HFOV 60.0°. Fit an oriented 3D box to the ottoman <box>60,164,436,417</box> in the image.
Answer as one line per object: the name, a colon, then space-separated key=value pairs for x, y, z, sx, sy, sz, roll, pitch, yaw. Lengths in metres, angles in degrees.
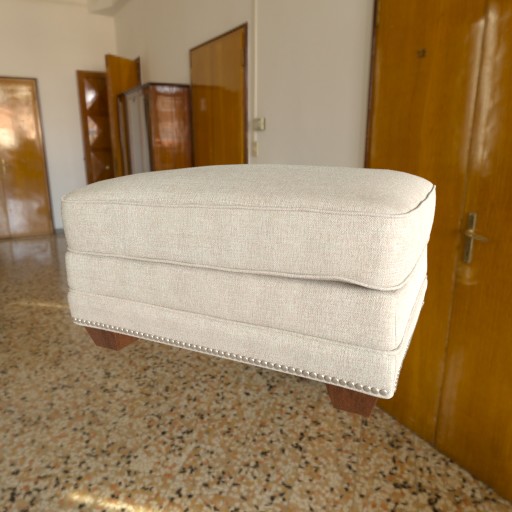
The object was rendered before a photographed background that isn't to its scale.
ottoman: x=0.000 y=0.000 z=1.141 sx=0.813 sy=0.458 sz=0.559 roll=7 pitch=16 yaw=25
